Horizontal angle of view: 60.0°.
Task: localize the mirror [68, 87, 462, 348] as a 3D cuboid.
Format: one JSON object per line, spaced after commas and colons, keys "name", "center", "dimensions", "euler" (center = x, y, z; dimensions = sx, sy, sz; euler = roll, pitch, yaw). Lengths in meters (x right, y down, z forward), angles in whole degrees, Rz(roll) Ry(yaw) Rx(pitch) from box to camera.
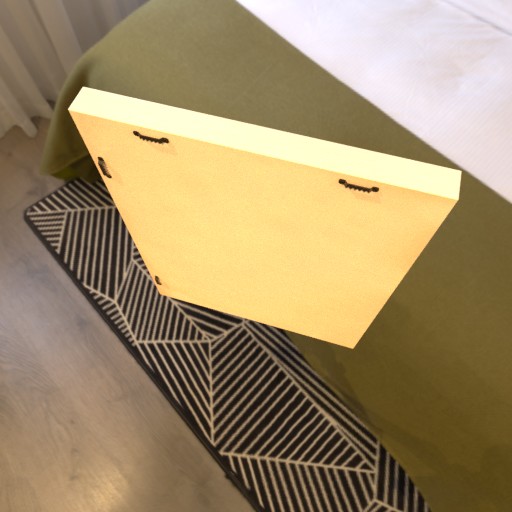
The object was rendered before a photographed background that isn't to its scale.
{"name": "mirror", "center": [0.000, 0.000, 0.674], "dimensions": [0.406, 0.509, 0.041], "euler": [15, 64, 8]}
